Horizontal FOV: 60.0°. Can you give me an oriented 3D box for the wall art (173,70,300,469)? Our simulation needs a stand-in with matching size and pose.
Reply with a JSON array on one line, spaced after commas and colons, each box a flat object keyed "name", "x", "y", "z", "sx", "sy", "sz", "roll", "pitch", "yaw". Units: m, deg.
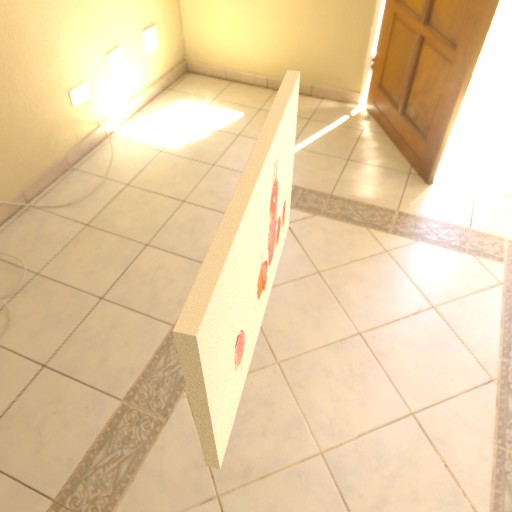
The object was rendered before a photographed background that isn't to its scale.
[{"name": "wall art", "x": 0.000, "y": 0.000, "z": 1.194, "sx": 0.038, "sy": 0.609, "sz": 0.914, "roll": 10, "pitch": 48, "yaw": 9}]
